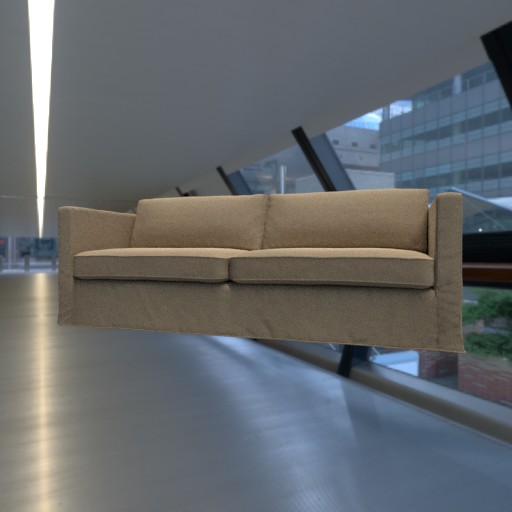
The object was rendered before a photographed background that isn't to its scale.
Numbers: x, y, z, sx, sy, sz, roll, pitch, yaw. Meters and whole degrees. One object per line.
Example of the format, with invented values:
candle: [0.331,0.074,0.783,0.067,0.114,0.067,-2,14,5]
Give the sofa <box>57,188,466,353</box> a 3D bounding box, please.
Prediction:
sofa: [0.000,0.000,2.784,2.312,0.853,0.962,0,1,18]
